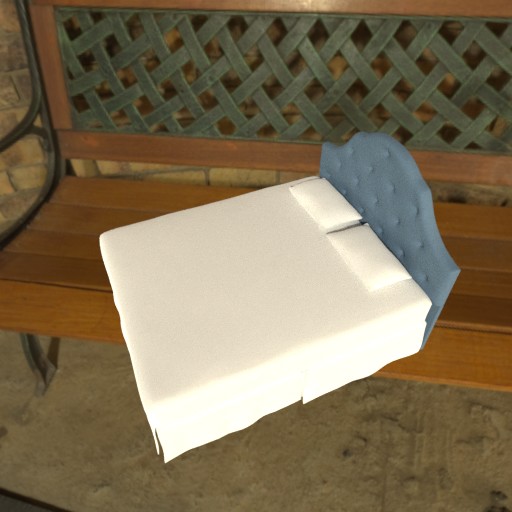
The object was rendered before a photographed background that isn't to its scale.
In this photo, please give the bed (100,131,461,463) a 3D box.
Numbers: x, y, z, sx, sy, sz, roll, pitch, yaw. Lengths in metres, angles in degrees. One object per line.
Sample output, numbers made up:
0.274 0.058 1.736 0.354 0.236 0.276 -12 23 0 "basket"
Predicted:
0.000 0.000 3.759 2.477 1.617 2.039 -17 48 -16 "bed"
